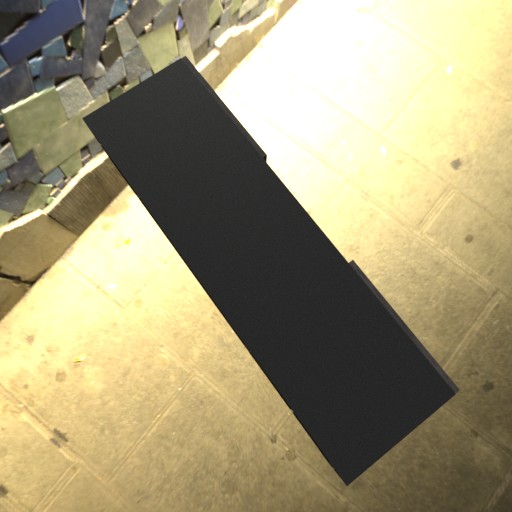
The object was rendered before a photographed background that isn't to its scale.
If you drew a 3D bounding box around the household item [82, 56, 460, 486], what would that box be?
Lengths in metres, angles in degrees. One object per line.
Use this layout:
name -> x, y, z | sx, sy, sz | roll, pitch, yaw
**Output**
household item -> 0.000, 0.000, 1.528 | 0.420, 0.310, 1.400 | -36, 78, -9
